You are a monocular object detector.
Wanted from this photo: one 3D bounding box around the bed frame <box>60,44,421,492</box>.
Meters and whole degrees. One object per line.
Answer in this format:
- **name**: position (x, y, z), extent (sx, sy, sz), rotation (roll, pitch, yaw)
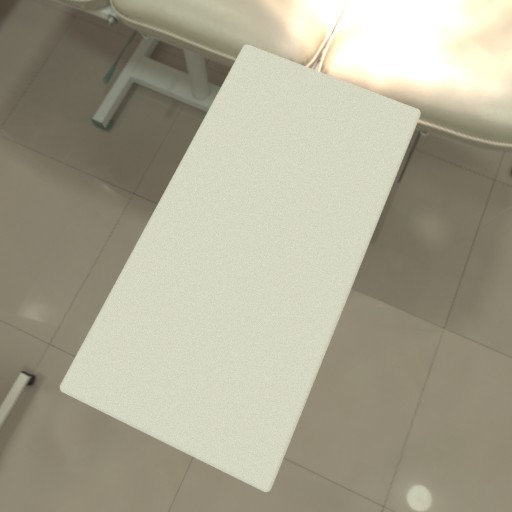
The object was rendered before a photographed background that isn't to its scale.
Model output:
- **bed frame**: position (0.000, 0.000, 2.395), extent (1.023, 0.659, 1.950), rotation (23, 76, 6)
